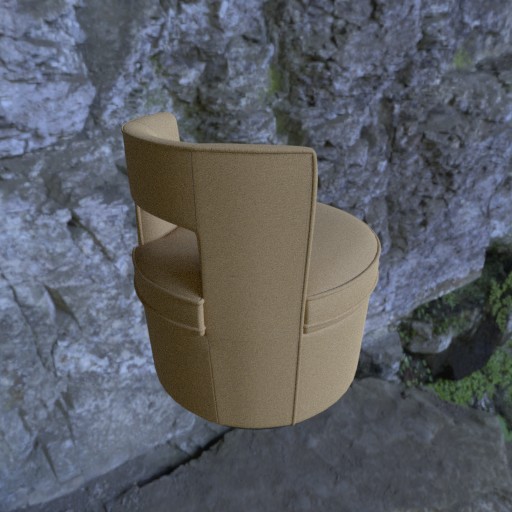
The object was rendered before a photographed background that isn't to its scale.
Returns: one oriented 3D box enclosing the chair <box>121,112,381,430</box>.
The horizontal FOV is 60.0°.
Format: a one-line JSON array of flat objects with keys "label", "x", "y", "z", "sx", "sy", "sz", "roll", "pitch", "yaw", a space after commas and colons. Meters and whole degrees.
[{"label": "chair", "x": 0.000, "y": 0.000, "z": 1.220, "sx": 0.665, "sy": 0.723, "sz": 0.650, "roll": -18, "pitch": 31, "yaw": -32}]
